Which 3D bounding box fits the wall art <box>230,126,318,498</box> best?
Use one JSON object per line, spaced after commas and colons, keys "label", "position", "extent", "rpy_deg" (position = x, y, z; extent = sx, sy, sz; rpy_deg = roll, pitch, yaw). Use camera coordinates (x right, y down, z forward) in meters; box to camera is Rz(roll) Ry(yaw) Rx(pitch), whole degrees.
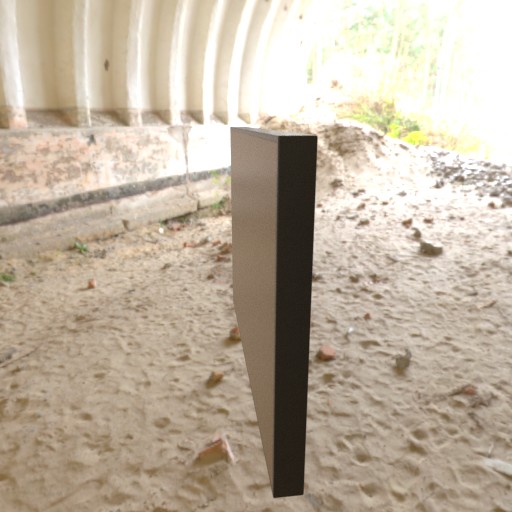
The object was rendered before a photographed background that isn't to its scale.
{"label": "wall art", "position": [0.000, 0.000, 1.165], "extent": [0.058, 0.640, 0.939], "rpy_deg": [-2, 17, -7]}
